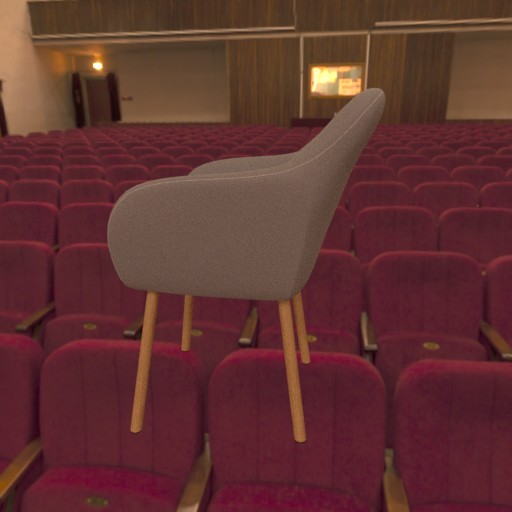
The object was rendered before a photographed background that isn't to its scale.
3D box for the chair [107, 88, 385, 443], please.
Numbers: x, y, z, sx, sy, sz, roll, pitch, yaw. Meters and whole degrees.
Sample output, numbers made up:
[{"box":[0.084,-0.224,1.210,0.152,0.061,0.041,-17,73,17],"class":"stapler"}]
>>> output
[{"box":[0.000,0.000,1.188,0.590,0.830,0.570,2,16,8],"class":"chair"}]
